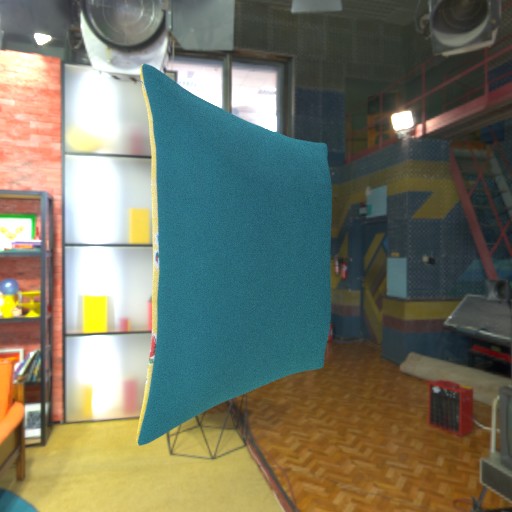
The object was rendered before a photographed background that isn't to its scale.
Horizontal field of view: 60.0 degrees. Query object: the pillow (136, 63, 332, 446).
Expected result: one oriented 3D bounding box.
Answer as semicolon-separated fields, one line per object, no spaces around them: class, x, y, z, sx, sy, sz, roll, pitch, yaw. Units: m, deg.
pillow;0.000;0.000;0.797;0.166;0.508;0.525;0;0;36
